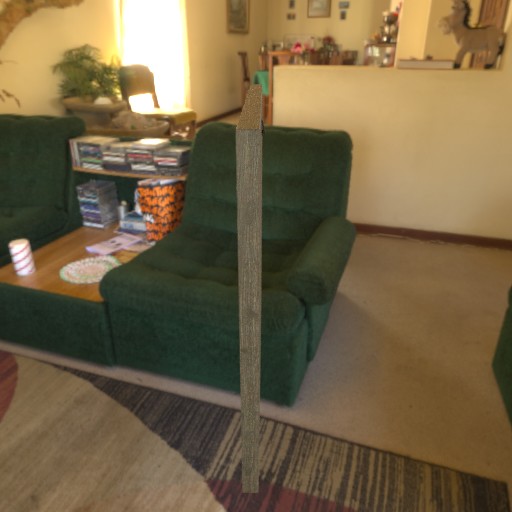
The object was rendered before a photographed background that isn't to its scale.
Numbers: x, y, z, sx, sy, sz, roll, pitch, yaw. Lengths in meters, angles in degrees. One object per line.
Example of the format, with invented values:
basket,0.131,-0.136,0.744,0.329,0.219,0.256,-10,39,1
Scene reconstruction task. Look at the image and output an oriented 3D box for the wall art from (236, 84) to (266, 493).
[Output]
wall art,0.000,0.000,0.683,0.027,0.459,0.462,0,26,1
